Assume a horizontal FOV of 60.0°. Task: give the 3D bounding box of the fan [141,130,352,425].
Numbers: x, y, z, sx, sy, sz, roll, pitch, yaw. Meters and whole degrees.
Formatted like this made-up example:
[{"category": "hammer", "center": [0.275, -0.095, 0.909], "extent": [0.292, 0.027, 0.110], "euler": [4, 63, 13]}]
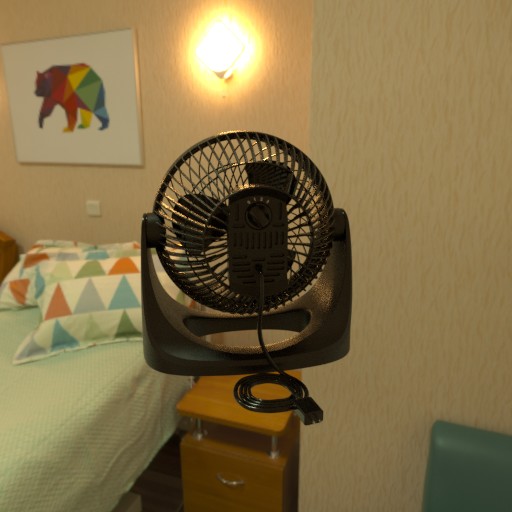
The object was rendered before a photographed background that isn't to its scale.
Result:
[{"category": "fan", "center": [0.000, 0.000, 0.499], "extent": [0.273, 0.277, 0.256], "euler": [-2, 15, -9]}]
